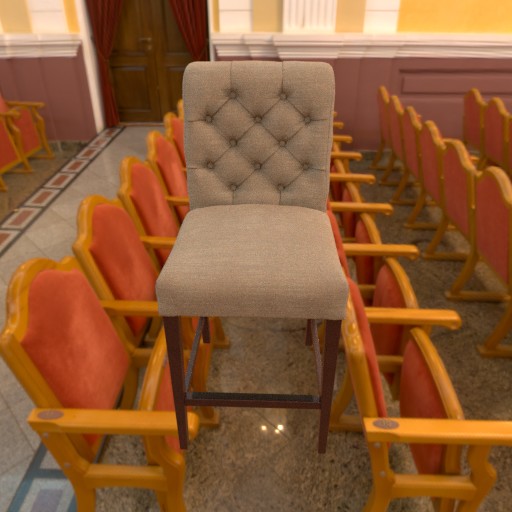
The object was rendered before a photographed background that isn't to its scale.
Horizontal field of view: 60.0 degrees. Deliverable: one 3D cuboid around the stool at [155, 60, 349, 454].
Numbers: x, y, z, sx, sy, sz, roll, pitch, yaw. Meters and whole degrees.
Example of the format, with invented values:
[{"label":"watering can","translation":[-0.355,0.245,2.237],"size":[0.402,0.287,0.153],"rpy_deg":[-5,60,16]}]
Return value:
[{"label":"stool","translation":[0.000,0.000,1.415],"size":[0.486,1.084,0.660],"rpy_deg":[1,30,2]}]
